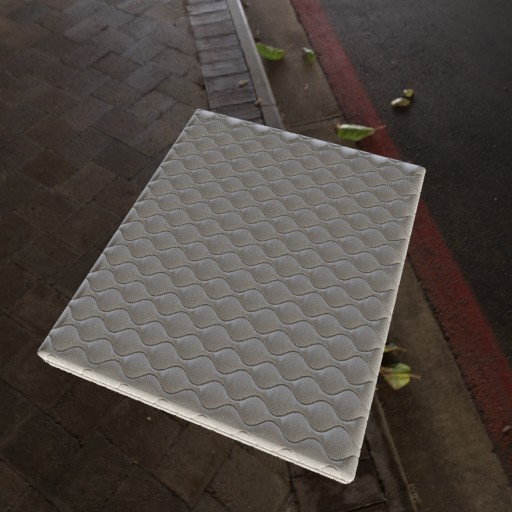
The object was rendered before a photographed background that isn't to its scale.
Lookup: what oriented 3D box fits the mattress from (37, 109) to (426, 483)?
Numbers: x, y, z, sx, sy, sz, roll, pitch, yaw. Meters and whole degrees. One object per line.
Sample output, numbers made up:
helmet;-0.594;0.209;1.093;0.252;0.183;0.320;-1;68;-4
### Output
mattress;0.000;0.000;2.547;1.600;0.200;1.900;18;60;11
